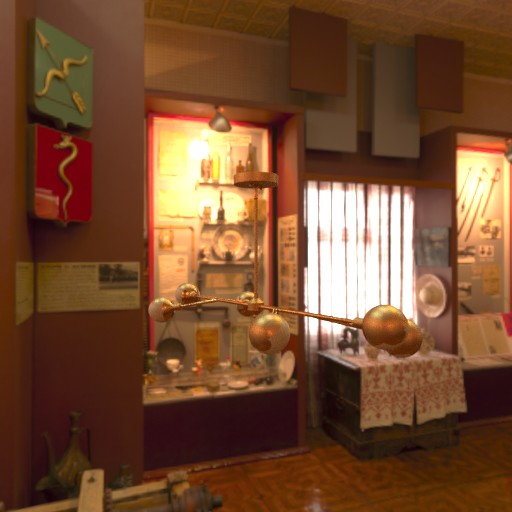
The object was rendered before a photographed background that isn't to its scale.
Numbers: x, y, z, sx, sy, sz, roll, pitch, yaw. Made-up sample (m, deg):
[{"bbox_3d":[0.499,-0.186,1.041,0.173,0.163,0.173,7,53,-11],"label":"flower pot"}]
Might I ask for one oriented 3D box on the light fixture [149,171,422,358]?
[{"bbox_3d":[0.000,0.000,1.001,0.434,0.362,0.778,0,0,-18],"label":"light fixture"}]
